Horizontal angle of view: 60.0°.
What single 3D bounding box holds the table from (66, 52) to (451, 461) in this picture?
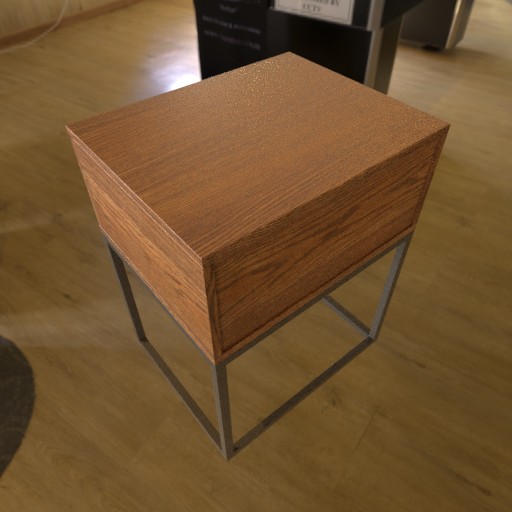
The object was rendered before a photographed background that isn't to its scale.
[{"bbox_3d":[0.000,0.000,0.930,0.482,0.610,0.400,-30,53,-26],"label":"table"}]
